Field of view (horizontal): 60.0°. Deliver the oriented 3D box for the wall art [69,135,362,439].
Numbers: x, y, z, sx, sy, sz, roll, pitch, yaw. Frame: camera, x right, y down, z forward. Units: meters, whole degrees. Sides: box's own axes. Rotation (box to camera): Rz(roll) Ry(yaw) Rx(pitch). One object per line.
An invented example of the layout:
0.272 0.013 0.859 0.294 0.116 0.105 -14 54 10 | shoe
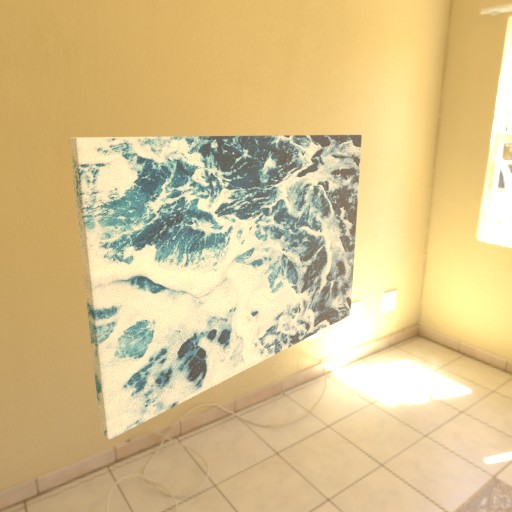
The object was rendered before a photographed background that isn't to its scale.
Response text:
0.000 0.000 1.942 0.055 1.017 1.524 15 21 42 | wall art
